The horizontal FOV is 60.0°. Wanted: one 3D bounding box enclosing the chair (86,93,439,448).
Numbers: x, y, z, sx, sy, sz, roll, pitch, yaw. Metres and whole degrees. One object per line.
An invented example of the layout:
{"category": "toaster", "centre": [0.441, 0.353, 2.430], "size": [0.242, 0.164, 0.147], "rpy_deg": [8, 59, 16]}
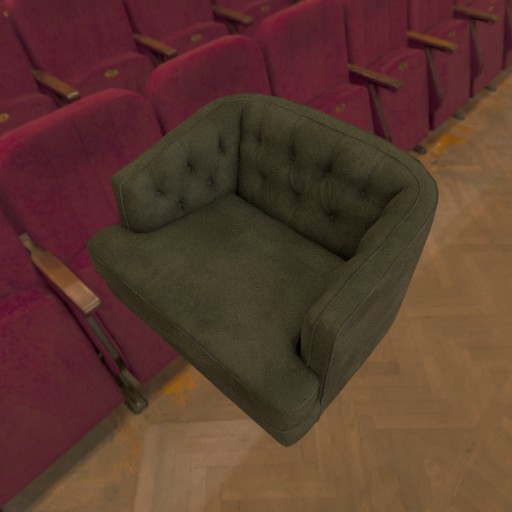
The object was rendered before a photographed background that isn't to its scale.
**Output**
{"category": "chair", "centre": [0.000, 0.000, 1.796], "size": [1.104, 0.852, 0.941], "rpy_deg": [34, 55, 27]}
